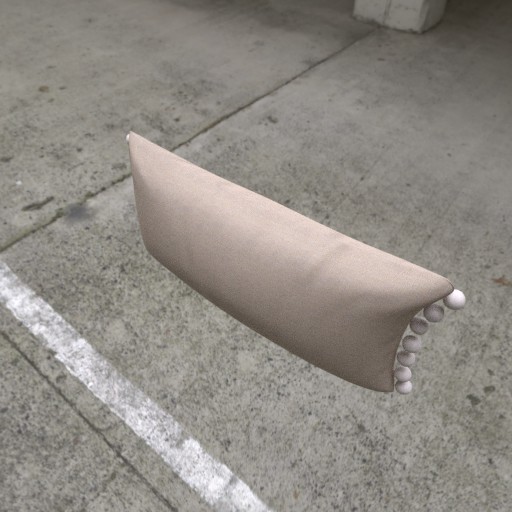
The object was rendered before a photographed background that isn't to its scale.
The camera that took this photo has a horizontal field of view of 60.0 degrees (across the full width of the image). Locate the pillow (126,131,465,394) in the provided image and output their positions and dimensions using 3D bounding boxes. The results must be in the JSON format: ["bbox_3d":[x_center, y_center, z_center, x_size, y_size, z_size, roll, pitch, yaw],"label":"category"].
[{"bbox_3d":[0.000,0.000,0.841,0.709,0.322,0.201,30,53,26],"label":"pillow"}]
